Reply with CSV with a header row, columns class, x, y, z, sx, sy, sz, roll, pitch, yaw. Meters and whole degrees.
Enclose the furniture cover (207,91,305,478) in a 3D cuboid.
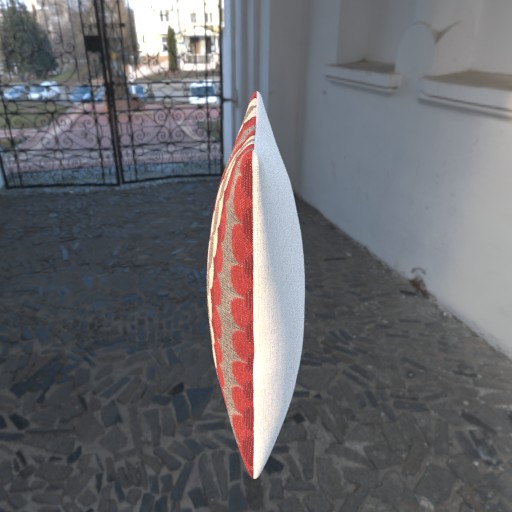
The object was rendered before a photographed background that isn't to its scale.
class,x,y,z,sx,sy,sz,roll,pitch,yaw
furniture cover,0.000,0.000,0.662,0.145,0.420,0.435,0,26,1
